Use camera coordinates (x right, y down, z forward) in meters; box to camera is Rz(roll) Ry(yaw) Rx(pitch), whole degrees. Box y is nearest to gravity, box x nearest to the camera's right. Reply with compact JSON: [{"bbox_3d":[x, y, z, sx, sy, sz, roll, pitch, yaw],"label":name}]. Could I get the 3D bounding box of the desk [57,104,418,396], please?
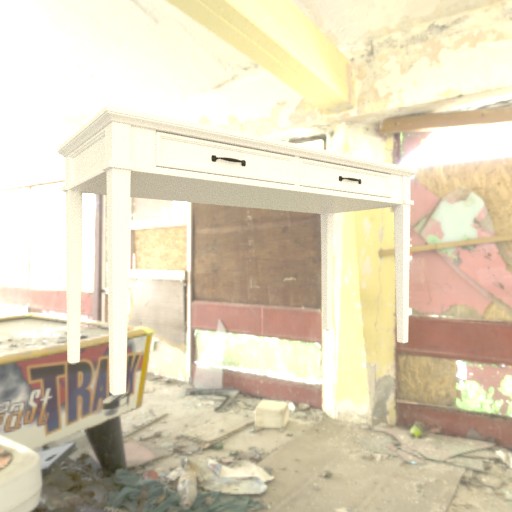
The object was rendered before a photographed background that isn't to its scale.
[{"bbox_3d":[0.000,0.000,1.778,1.372,0.774,0.559,0,-1,-36],"label":"desk"}]
